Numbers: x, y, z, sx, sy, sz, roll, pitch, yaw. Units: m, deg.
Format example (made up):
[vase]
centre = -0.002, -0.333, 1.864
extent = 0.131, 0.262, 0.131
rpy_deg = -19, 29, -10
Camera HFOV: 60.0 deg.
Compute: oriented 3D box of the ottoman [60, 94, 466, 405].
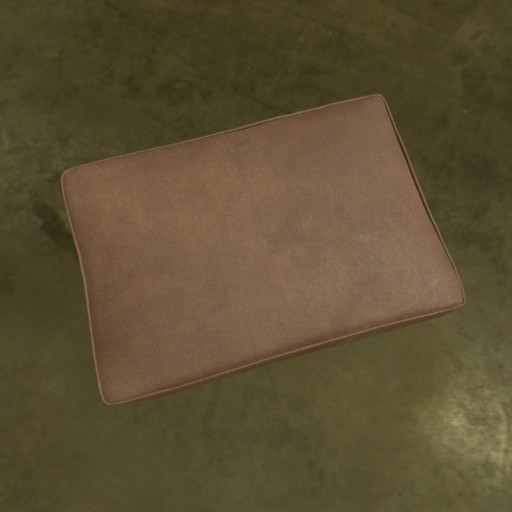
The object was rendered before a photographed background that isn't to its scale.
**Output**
[ottoman]
centre = 0.000, 0.000, 1.228
extent = 0.860, 0.481, 0.596
rpy_deg = -15, 75, -4
